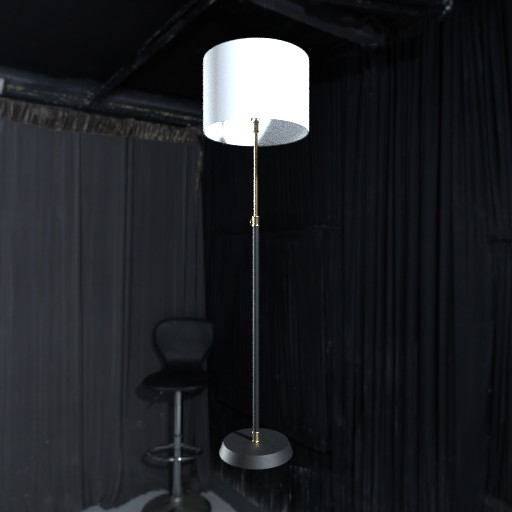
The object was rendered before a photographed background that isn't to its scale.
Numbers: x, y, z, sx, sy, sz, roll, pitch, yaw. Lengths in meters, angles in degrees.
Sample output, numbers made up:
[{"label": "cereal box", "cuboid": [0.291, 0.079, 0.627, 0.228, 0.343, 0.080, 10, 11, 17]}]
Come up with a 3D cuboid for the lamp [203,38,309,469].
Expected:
[{"label": "lamp", "cuboid": [0.000, 0.000, 1.714, 0.404, 1.517, 0.404, 0, 1, -36]}]
